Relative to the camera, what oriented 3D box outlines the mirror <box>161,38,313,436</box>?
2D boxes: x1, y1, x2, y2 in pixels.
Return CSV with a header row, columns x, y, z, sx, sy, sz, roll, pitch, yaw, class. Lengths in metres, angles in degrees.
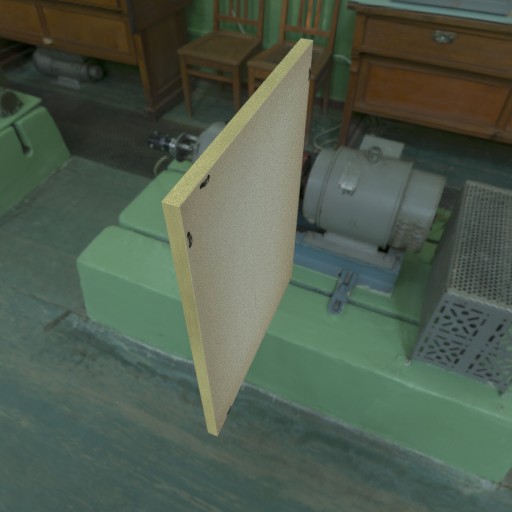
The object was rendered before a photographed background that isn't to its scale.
x,y,z,sx,sy,sz,roll,pitch,yaw,class
0.000,0.000,1.367,0.040,1.016,0.762,17,49,15,mirror
